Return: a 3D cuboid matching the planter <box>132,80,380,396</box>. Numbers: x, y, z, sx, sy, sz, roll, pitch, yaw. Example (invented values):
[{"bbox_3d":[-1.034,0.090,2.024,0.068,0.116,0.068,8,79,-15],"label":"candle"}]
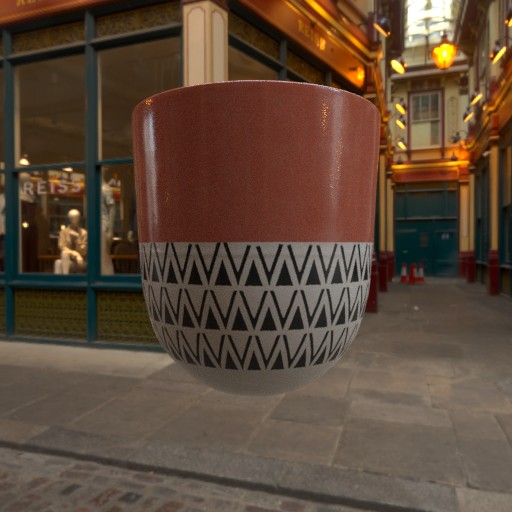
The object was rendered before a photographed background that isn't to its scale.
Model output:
[{"bbox_3d":[0.000,0.000,0.363,0.195,0.214,0.195,0,1,0],"label":"planter"}]
